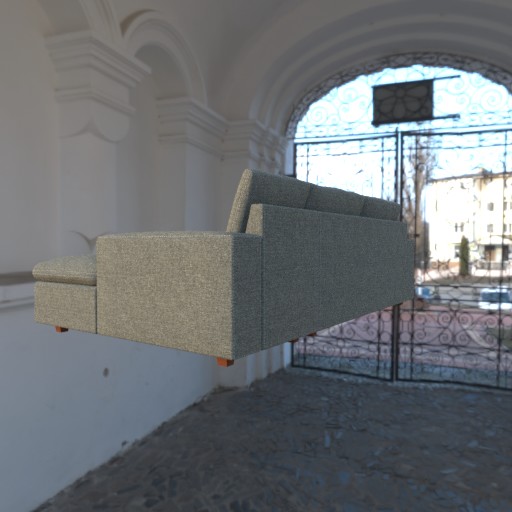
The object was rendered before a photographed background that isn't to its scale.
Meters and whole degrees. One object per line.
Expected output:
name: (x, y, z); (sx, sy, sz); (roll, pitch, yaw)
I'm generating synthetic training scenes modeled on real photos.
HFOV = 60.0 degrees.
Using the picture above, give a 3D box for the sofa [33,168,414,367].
sofa: (0.000, 0.000, 3.509); (1.689, 0.940, 2.718); (1, 2, 35)
